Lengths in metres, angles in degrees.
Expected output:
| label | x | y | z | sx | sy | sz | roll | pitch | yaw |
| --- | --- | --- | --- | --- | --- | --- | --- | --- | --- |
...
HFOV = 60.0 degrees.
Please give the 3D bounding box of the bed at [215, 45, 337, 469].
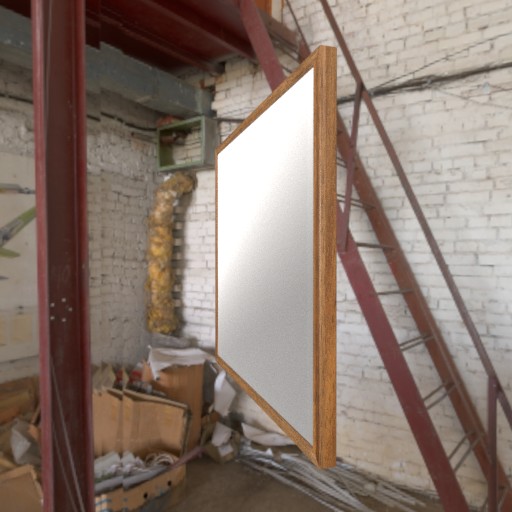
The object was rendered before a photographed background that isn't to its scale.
| label | x | y | z | sx | sy | sz | roll | pitch | yaw |
| --- | --- | --- | --- | --- | --- | --- | --- | --- | --- |
| bed | 0.000 | 0.000 | 1.481 | 0.043 | 0.940 | 1.041 | 0 | 0 | -18 |
